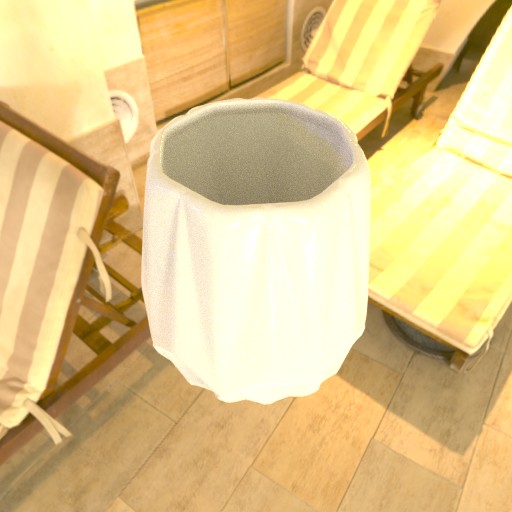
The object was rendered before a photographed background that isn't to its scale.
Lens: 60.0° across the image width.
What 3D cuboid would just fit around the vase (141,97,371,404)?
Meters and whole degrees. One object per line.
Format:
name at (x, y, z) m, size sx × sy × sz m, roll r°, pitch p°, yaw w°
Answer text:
vase at (0.000, 0.000, 0.263) m, size 0.141 × 0.152 × 0.141 m, roll 0°, pitch 45°, yaw 0°
